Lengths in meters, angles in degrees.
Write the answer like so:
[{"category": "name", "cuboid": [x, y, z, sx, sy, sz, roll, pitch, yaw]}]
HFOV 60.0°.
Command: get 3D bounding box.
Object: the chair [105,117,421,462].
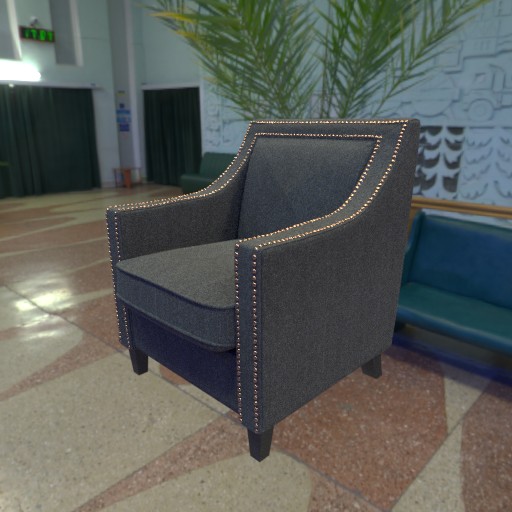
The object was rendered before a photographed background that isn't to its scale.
[{"category": "chair", "cuboid": [0.000, 0.000, 1.617, 0.776, 0.967, 0.884, 16, 23, 42]}]
